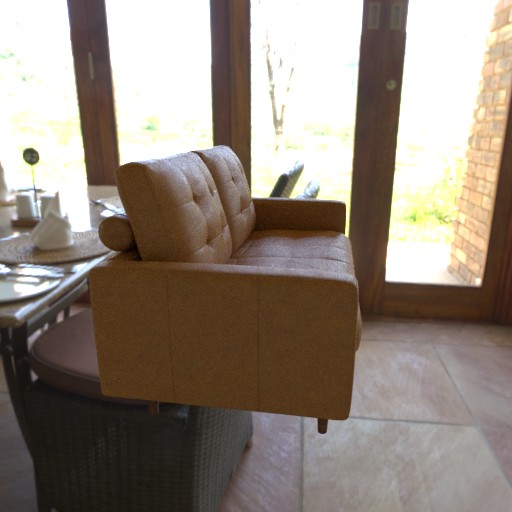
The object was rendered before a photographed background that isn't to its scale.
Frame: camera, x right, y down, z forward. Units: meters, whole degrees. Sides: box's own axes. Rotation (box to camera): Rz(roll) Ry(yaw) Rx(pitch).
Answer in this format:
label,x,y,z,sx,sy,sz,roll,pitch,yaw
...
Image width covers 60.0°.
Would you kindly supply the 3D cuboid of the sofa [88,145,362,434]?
label,x,y,z,sx,sy,sz,roll,pitch,yaw
sofa,0.000,0.000,1.958,0.868,0.898,1.430,3,17,9
